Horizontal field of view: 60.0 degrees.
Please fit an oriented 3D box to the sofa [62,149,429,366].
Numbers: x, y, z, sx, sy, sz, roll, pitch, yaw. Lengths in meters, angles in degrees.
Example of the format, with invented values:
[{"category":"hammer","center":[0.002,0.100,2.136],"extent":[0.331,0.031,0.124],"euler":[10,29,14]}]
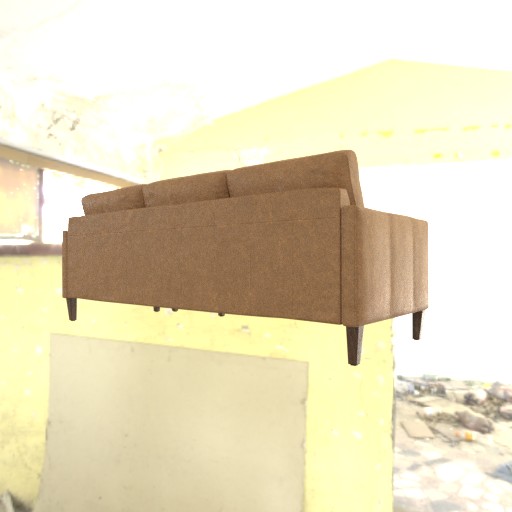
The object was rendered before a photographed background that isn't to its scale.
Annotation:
[{"category":"sofa","center":[0.000,0.000,2.897],"extent":[2.178,0.876,1.506],"euler":[-1,-1,39]}]
